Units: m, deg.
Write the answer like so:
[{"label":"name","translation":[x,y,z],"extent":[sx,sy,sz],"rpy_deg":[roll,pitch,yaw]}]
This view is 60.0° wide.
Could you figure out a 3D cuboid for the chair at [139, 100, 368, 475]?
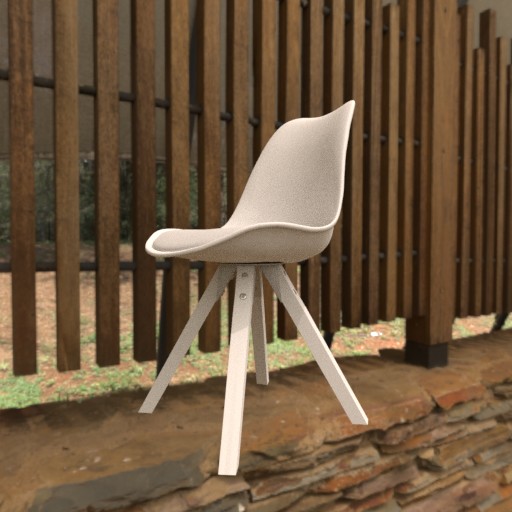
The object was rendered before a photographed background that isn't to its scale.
[{"label":"chair","translation":[0.000,0.000,1.170],"extent":[0.550,0.850,0.485],"rpy_deg":[-1,2,-37]}]
